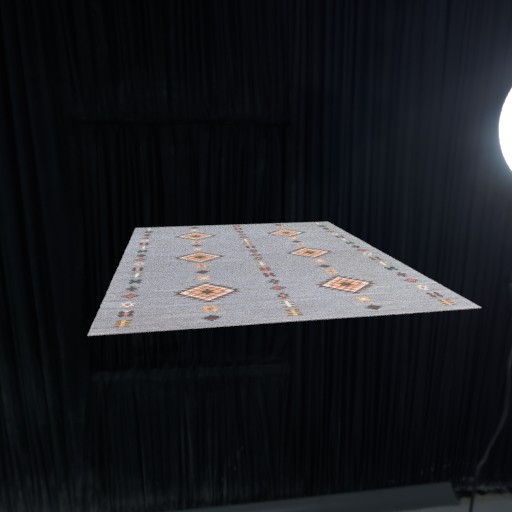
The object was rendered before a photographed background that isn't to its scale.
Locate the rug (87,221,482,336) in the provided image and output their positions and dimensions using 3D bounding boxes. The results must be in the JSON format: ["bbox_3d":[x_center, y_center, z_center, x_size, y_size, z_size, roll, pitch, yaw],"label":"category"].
[{"bbox_3d":[0.000,0.000,4.097,2.425,0.008,3.035,-3,15,-10],"label":"rug"}]
